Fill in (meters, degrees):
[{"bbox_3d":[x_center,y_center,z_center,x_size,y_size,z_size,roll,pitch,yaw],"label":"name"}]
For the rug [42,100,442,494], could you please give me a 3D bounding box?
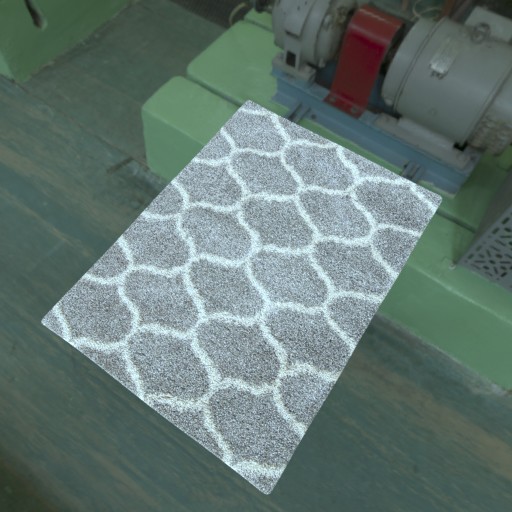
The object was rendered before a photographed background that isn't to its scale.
[{"bbox_3d":[0.000,0.000,2.089,1.200,0.025,1.600,31,67,15],"label":"rug"}]
